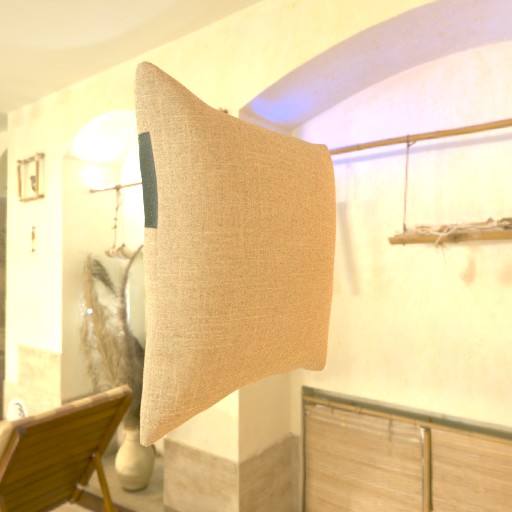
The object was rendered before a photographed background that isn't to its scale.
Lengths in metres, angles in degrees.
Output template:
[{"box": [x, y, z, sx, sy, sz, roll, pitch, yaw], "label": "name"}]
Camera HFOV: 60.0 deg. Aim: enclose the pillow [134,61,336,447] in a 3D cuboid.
[{"box": [0.000, 0.000, 0.621, 0.173, 0.399, 0.414, 0, -1, 36], "label": "pillow"}]
